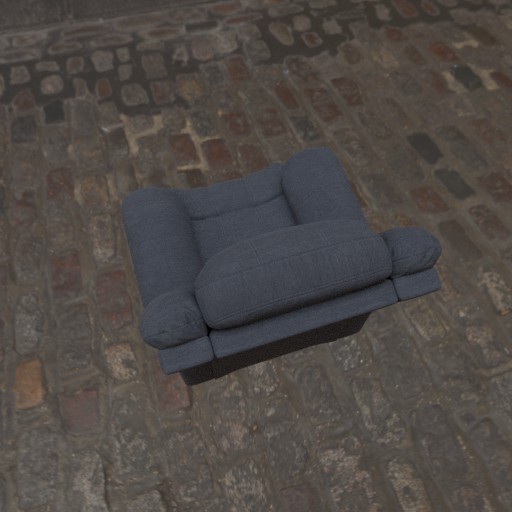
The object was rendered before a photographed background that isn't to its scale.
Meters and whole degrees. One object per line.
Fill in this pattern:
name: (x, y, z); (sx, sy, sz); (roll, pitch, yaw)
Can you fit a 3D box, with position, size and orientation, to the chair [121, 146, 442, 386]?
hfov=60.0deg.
chair: (0.000, 0.000, 1.709); (0.899, 1.008, 0.944); (-16, 60, -9)
